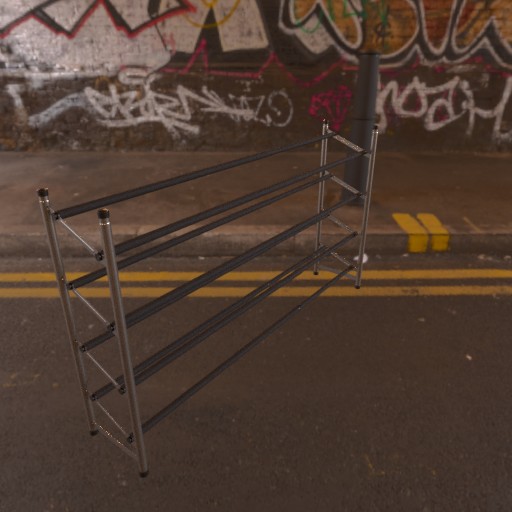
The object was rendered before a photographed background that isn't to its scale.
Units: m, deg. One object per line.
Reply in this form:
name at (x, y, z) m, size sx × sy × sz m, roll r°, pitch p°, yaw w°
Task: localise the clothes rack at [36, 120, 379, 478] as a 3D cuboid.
clothes rack at (0.000, 0.000, 1.390) m, size 0.229 × 0.672 × 1.168 m, roll 18°, pitch 31°, yaw 34°
